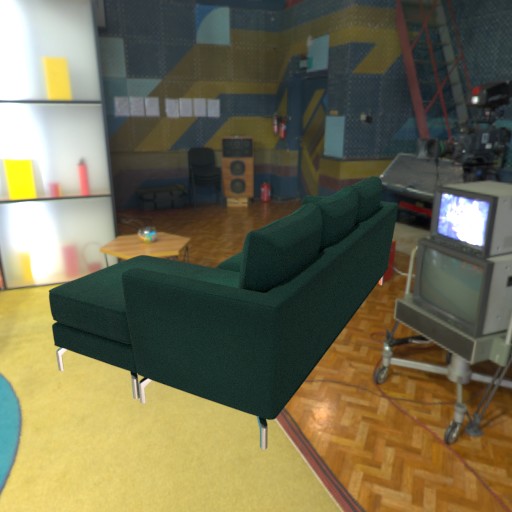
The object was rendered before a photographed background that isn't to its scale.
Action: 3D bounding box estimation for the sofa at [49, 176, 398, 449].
[{"bbox_3d":[0.000,0.000,3.190,1.489,1.007,2.441,9,20,27],"label":"sofa"}]
